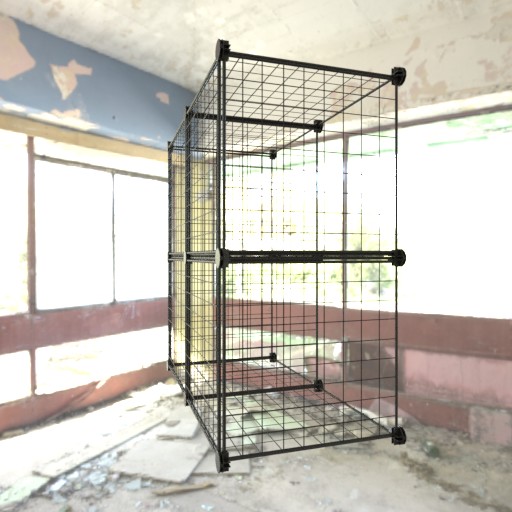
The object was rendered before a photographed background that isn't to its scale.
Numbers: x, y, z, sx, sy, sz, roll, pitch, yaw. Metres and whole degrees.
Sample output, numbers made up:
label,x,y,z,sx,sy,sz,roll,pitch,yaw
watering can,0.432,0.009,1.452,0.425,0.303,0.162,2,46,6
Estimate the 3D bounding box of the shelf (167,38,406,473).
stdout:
label,x,y,z,sx,sy,sz,roll,pitch,yaw
shelf,0.000,0.000,1.106,0.356,0.711,0.711,0,0,-18
